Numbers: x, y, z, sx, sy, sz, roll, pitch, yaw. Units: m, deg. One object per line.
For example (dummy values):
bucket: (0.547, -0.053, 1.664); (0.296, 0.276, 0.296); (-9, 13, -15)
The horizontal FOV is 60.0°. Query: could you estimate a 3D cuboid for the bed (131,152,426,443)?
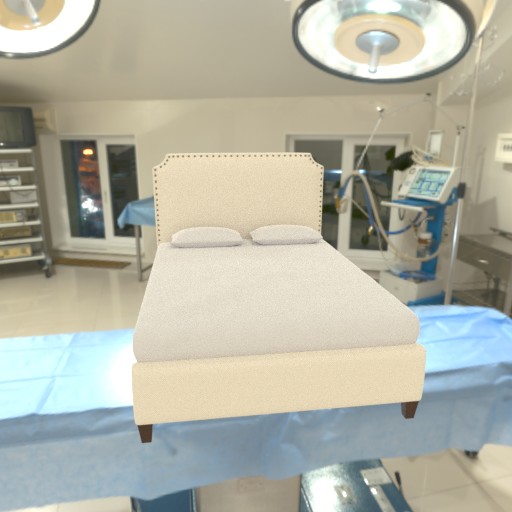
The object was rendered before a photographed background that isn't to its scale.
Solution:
bed: (0.000, 0.000, 3.502); (1.712, 1.497, 2.372); (-2, 16, -8)
